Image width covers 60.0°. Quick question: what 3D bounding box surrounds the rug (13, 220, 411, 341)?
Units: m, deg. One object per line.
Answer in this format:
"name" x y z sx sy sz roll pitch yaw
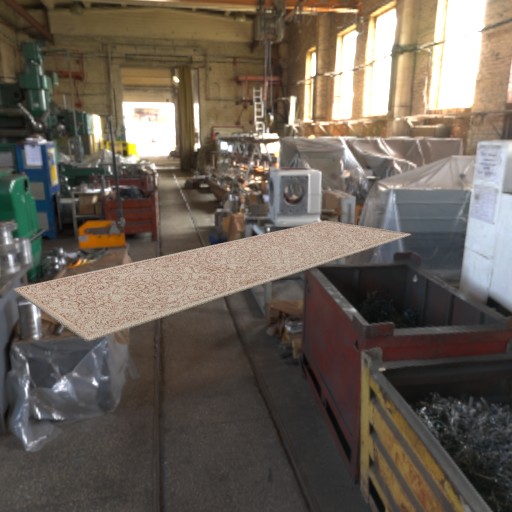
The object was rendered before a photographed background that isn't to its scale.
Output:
"rug" 0.000 0.000 2.639 0.769 0.012 2.448 14 21 43
